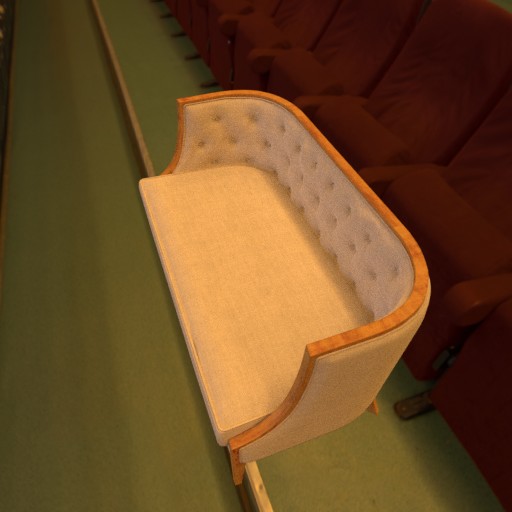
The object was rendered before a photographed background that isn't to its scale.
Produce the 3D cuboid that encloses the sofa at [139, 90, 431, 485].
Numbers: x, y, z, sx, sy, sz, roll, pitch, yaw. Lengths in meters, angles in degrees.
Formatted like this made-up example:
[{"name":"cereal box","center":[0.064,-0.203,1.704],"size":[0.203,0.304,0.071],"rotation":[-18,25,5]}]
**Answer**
[{"name":"sofa","center":[0.000,0.000,1.895],"size":[0.770,0.775,1.474],"rotation":[-15,48,-14]}]
